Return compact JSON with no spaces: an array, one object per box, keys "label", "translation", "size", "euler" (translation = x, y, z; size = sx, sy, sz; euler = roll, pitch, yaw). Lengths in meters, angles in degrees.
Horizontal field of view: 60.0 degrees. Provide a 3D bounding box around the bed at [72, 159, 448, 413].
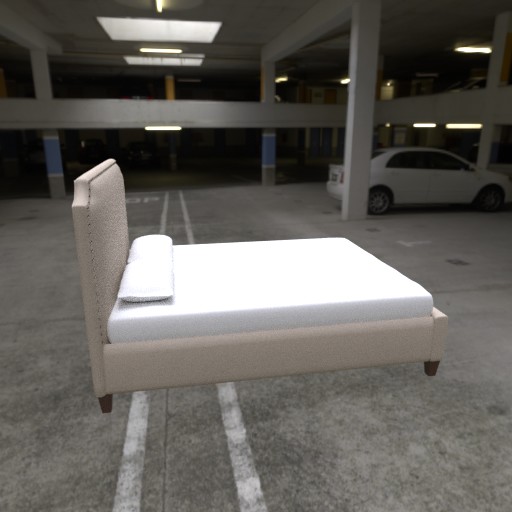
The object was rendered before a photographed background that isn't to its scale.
[{"label":"bed","translation":[0.000,0.000,3.521],"size":[2.372,1.443,1.713],"euler":[-3,17,-10]}]
